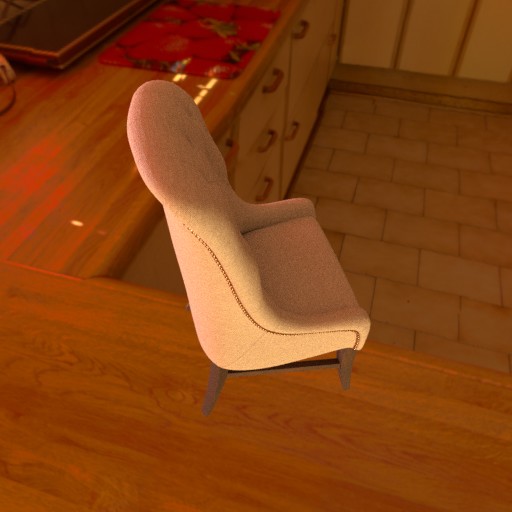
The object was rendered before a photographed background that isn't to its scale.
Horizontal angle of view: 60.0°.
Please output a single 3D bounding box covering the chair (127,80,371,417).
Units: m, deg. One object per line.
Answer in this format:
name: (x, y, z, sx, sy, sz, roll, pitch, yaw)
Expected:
chair: (0.000, 0.000, 1.482, 0.629, 1.091, 0.634, -10, 48, -9)
